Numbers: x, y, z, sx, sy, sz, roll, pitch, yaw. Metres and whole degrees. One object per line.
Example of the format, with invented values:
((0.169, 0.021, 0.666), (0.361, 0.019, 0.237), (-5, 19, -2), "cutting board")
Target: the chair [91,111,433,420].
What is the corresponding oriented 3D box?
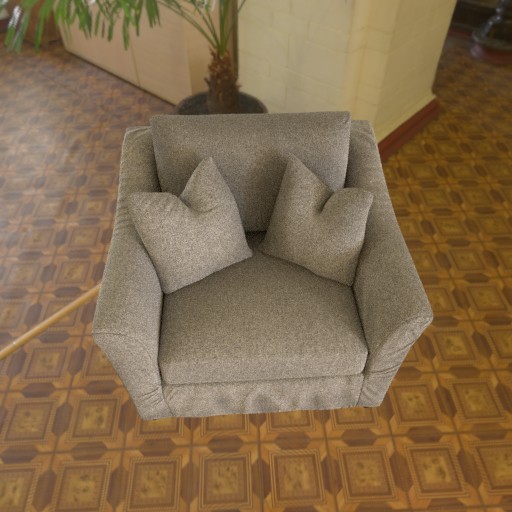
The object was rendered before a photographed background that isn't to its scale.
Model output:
((0.000, 0.000, 2.017), (1.194, 1.059, 1.071), (-2, 47, -2), "chair")
